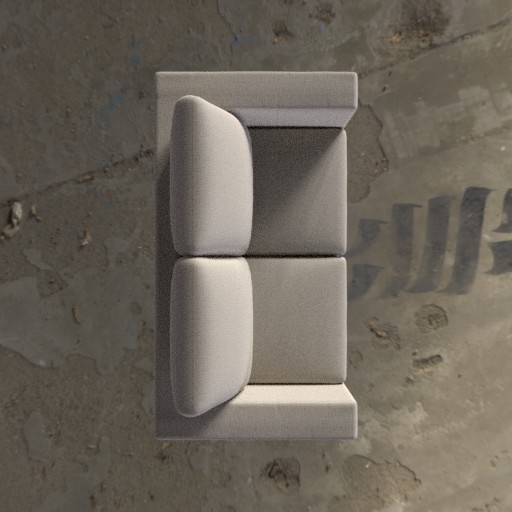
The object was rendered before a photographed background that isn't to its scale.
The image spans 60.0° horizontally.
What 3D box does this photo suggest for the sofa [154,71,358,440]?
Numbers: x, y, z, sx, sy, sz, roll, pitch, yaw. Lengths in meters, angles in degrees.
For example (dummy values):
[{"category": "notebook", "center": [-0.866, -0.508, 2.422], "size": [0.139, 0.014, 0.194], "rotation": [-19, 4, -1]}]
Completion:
[{"category": "sofa", "center": [0.000, 0.000, 2.358], "size": [1.009, 0.932, 1.813], "rotation": [0, 90, 0]}]
